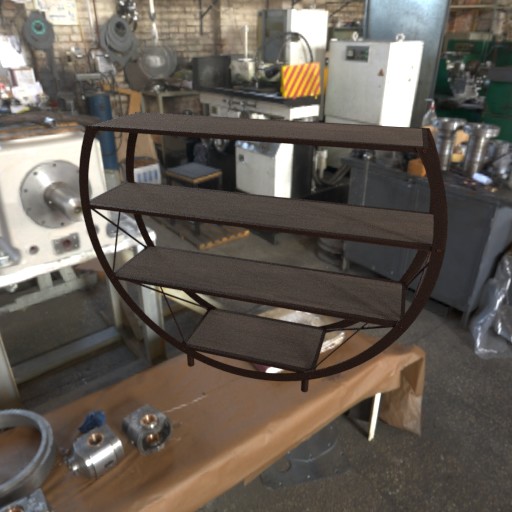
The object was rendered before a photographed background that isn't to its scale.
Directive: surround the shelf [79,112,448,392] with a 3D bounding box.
[{"bbox_3d":[0.000,0.000,1.868,1.403,1.063,0.344,8,28,16],"label":"shelf"}]
